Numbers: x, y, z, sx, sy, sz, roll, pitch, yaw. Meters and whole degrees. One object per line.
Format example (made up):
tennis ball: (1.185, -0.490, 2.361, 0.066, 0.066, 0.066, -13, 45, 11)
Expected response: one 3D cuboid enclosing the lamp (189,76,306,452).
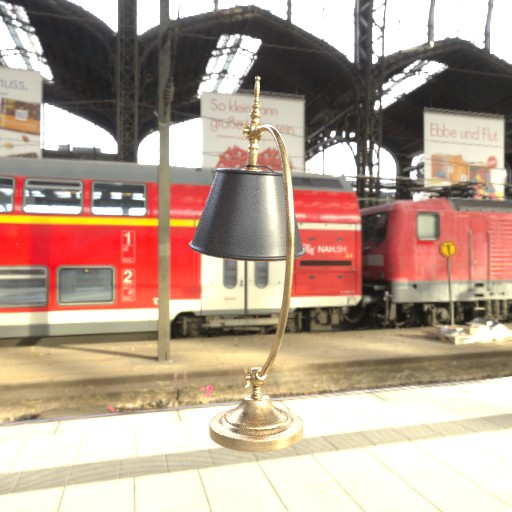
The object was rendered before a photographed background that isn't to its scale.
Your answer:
lamp: (0.000, 0.000, 0.839, 0.235, 0.675, 0.344, 0, -1, -17)
